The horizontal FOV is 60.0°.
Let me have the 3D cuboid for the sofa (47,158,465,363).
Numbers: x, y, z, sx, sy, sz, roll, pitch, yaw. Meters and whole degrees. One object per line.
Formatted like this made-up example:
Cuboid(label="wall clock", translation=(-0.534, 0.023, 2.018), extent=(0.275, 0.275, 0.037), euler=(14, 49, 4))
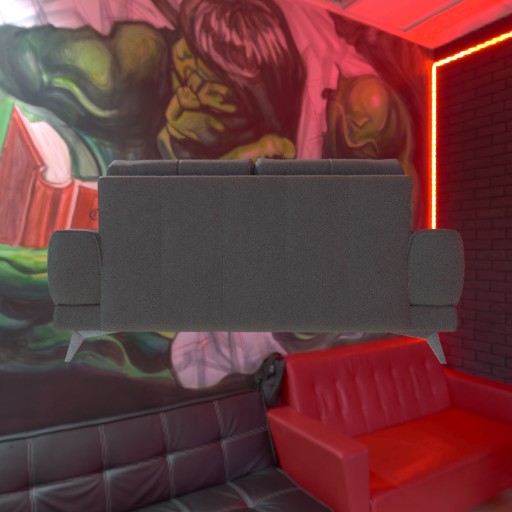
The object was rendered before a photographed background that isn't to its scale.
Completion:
Cuboid(label="sofa", translation=(0.000, 0.000, 2.362), extent=(1.806, 0.907, 1.018), euler=(0, 0, 1))
